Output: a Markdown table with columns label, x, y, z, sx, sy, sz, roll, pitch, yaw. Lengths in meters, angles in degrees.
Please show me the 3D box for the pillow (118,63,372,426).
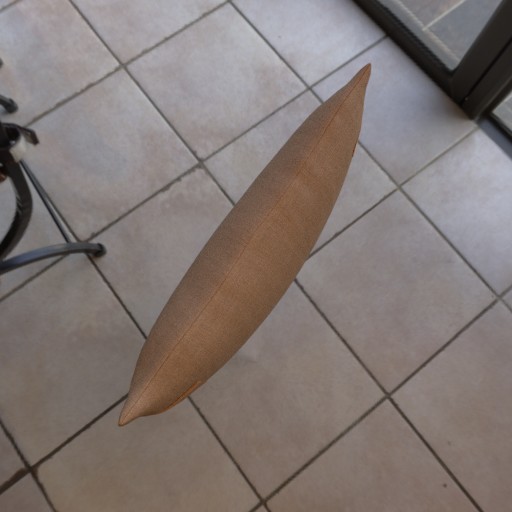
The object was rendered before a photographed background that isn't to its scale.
| label | x | y | z | sx | sy | sz | roll | pitch | yaw |
| --- | --- | --- | --- | --- | --- | --- | --- | --- | --- |
| pillow | 0.000 | 0.000 | 0.734 | 0.148 | 0.308 | 0.612 | 33 | 79 | 7 |
